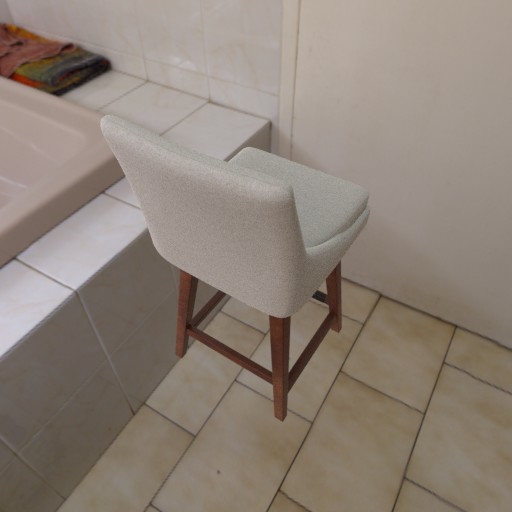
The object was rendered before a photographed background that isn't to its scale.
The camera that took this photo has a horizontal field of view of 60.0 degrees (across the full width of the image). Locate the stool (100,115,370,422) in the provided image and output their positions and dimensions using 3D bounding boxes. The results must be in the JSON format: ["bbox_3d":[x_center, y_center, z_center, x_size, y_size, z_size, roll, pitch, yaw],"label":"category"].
[{"bbox_3d":[0.000,0.000,1.310,0.469,0.991,0.559,25,51,22],"label":"stool"}]
